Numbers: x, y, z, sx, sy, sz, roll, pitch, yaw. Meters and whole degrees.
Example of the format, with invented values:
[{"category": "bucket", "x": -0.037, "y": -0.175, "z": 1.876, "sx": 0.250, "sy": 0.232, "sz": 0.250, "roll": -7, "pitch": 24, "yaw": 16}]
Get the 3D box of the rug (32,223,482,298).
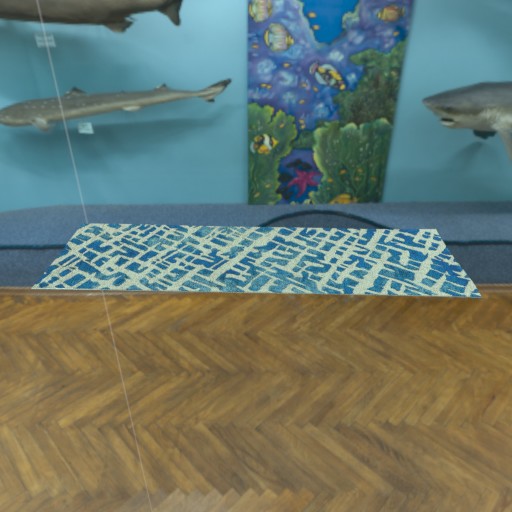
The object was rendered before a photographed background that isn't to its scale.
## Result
[{"category": "rug", "x": 0.000, "y": 0.000, "z": 2.727, "sx": 2.446, "sy": 0.011, "sz": 0.768, "roll": 1, "pitch": 32, "yaw": 2}]
